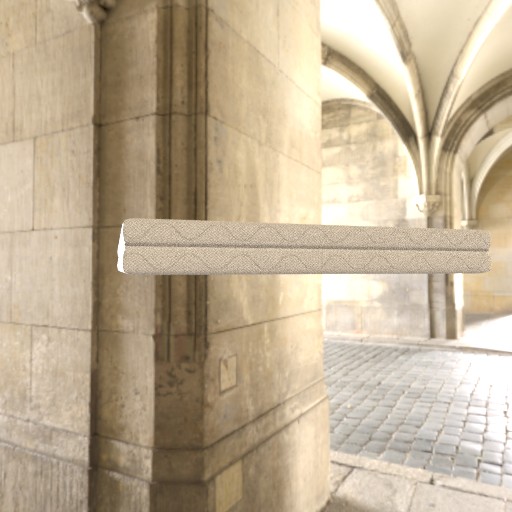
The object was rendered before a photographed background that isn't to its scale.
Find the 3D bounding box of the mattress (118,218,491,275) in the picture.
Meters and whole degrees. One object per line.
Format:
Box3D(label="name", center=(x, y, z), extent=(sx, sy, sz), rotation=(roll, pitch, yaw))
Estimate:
Box3D(label="mattress", center=(0.000, 0.000, 2.709), extent=(1.600, 0.200, 2.000), rotation=(1, -2, -18))
